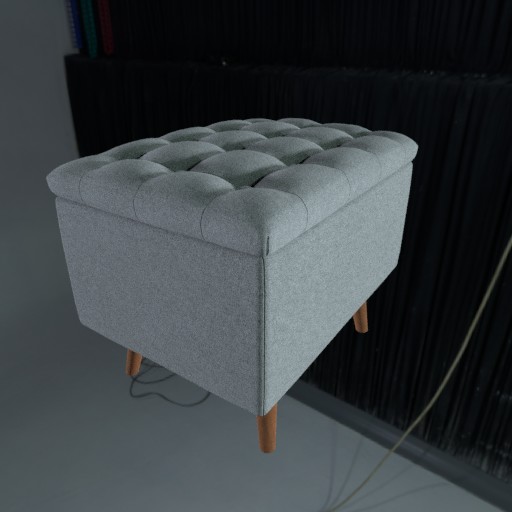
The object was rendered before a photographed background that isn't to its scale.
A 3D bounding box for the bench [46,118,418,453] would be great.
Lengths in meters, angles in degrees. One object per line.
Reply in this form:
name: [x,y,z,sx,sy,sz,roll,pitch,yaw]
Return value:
bench: [0.000,0.000,0.878,0.417,0.469,0.572,17,31,31]
